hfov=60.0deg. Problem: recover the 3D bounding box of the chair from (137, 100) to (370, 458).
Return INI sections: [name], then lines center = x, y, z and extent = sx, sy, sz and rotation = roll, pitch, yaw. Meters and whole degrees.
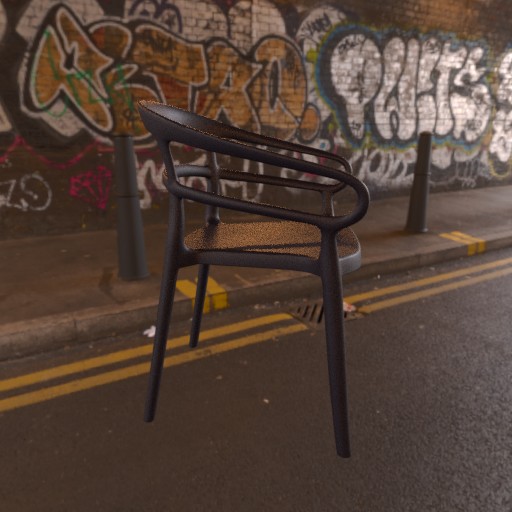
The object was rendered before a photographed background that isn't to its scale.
[chair]
center = 0.000, 0.000, 1.146
extent = 0.527, 0.761, 0.559
rotation = 2, 16, 8
